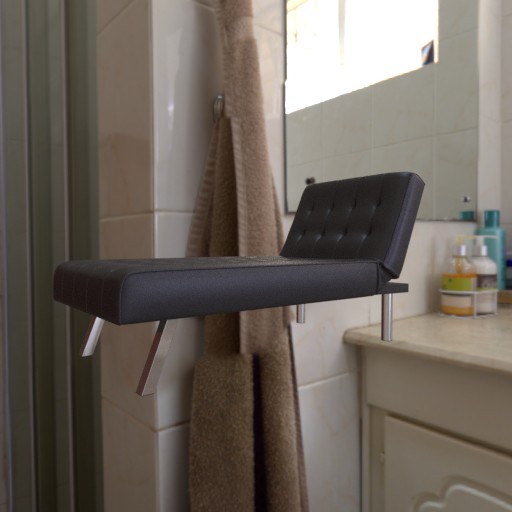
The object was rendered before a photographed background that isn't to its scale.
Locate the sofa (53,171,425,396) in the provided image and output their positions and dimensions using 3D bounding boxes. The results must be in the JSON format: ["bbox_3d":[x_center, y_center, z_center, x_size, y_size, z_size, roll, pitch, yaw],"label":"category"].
[{"bbox_3d":[0.000,0.000,2.016,1.560,0.820,0.760,-1,2,-38],"label":"sofa"}]
